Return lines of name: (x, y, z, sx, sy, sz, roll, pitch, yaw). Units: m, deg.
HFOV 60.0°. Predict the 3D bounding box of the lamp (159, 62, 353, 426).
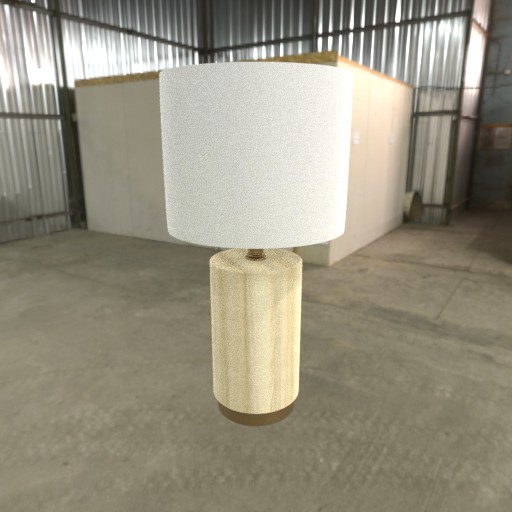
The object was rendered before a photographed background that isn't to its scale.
lamp: (0.000, 0.000, 0.588, 0.228, 0.444, 0.228, -8, 18, -27)
